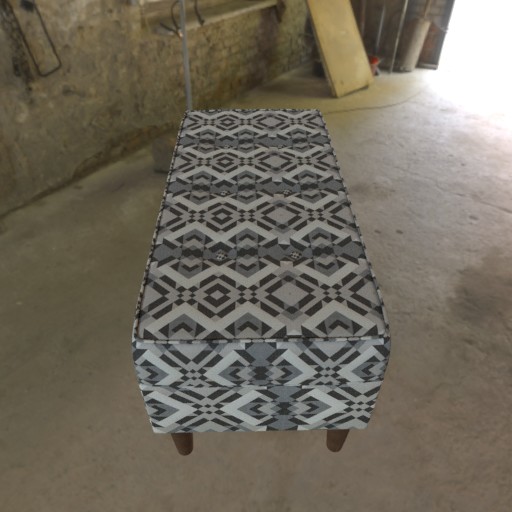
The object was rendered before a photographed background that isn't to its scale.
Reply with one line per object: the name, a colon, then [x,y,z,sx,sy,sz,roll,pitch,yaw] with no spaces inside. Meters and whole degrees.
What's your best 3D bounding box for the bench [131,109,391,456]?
bench: [0.000,0.000,1.304,0.492,0.477,1.016,-1,41,-1]
